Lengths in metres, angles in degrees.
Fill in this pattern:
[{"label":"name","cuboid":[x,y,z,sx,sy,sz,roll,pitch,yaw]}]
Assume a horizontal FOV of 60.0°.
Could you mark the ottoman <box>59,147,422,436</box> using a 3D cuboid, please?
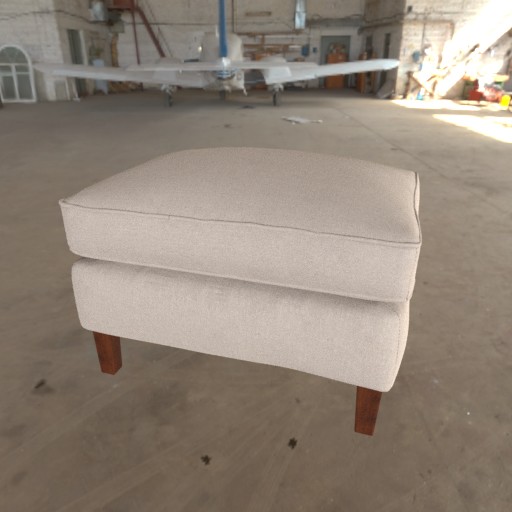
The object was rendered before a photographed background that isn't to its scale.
[{"label":"ottoman","cuboid":[0.000,0.000,0.996,0.665,0.456,0.501,8,26,16]}]
